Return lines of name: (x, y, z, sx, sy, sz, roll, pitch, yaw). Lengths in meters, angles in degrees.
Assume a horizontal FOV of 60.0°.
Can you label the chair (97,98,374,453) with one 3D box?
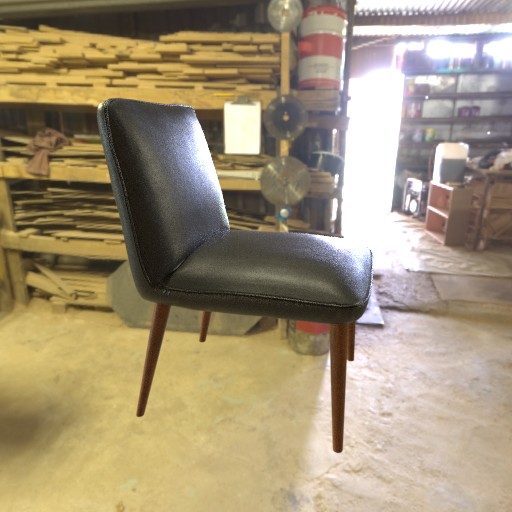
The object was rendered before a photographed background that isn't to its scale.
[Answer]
chair: (0.000, 0.000, 1.210, 0.645, 0.801, 0.543, 3, 17, 10)
